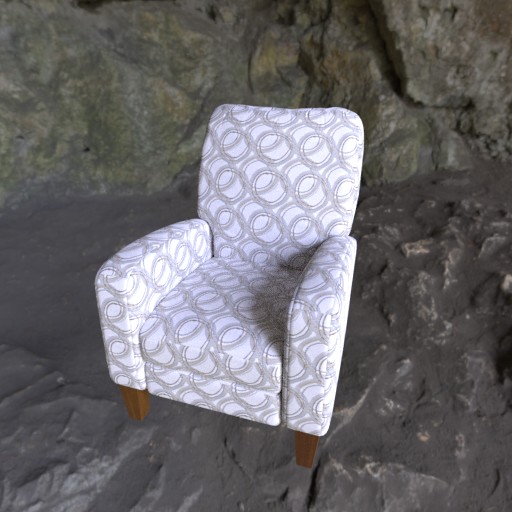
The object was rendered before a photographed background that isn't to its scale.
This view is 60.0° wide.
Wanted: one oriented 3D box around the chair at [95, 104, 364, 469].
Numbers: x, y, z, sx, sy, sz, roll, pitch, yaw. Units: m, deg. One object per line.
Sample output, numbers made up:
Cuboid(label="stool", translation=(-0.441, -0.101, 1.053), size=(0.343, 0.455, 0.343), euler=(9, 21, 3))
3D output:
Cuboid(label="chair", translation=(0.000, 0.000, 1.755), size=(0.796, 1.065, 0.995), euler=(8, 27, 17))
